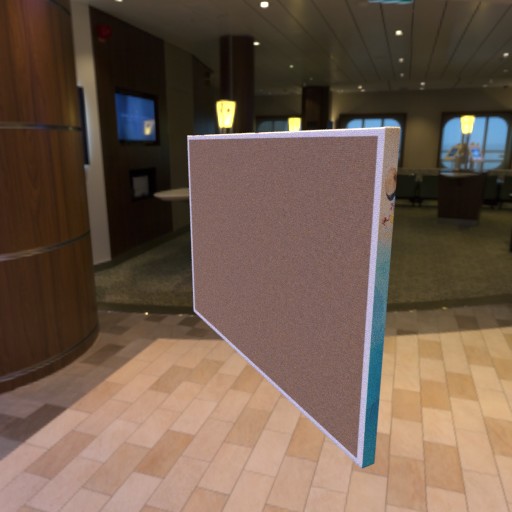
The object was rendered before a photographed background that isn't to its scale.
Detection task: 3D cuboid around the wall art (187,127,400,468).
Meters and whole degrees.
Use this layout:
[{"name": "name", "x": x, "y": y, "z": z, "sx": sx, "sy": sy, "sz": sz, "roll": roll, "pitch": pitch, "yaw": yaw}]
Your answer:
[{"name": "wall art", "x": 0.000, "y": 0.000, "z": 1.436, "sx": 0.040, "sy": 0.769, "sz": 1.136, "roll": -7, "pitch": 16, "yaw": -27}]
